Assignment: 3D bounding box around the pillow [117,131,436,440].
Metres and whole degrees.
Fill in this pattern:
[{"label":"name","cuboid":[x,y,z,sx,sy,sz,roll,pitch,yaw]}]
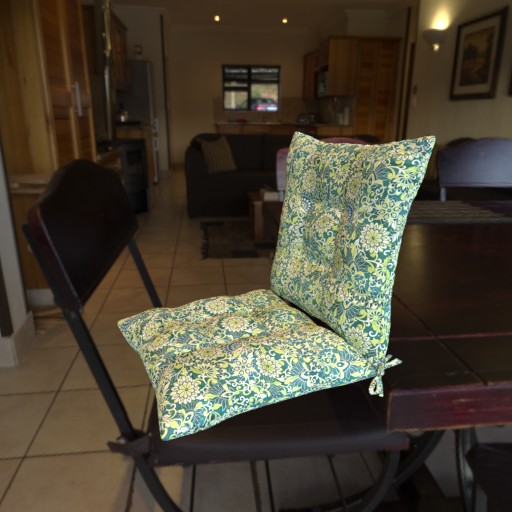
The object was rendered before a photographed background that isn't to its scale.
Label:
[{"label":"pillow","cuboid":[0.000,0.000,1.011,0.585,0.536,0.541,-8,19,-24]}]
